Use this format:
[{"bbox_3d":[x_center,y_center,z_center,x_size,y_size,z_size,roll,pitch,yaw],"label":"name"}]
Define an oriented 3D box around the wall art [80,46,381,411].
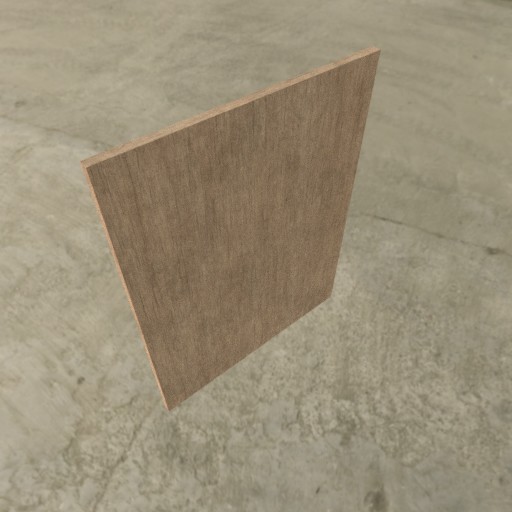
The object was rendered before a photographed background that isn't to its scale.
[{"bbox_3d":[0.000,0.000,0.896,0.534,0.686,0.018,-31,54,-25],"label":"wall art"}]
